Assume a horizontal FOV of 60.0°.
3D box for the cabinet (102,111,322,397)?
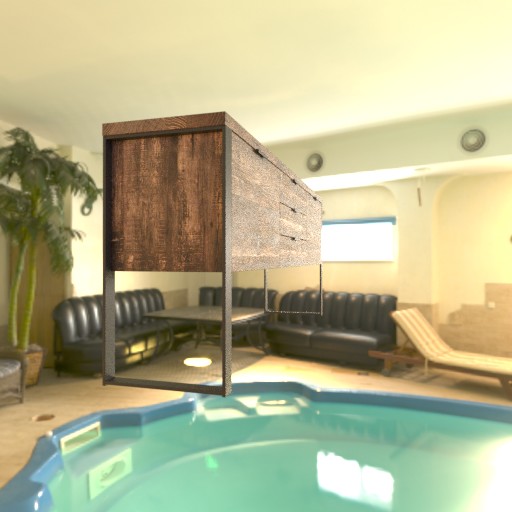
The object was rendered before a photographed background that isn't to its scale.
[{"bbox_3d":[0.000,0.000,2.093,0.395,0.762,1.800,0,0,17],"label":"cabinet"}]
